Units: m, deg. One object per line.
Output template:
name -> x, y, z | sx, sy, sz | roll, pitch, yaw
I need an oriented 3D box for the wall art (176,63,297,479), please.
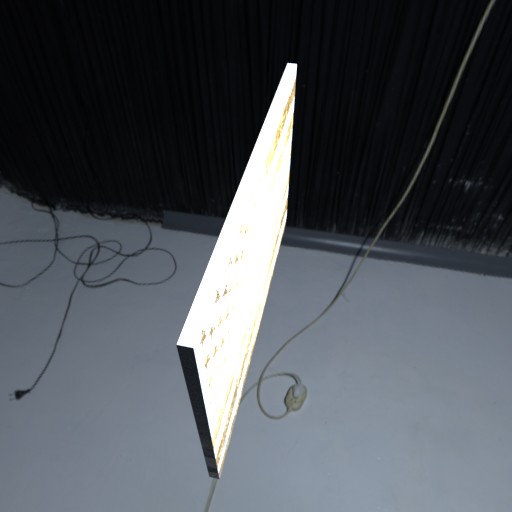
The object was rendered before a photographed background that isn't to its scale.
wall art -> 0.000, 0.000, 1.164 | 0.027, 0.610, 0.932 | 9, 48, 8
